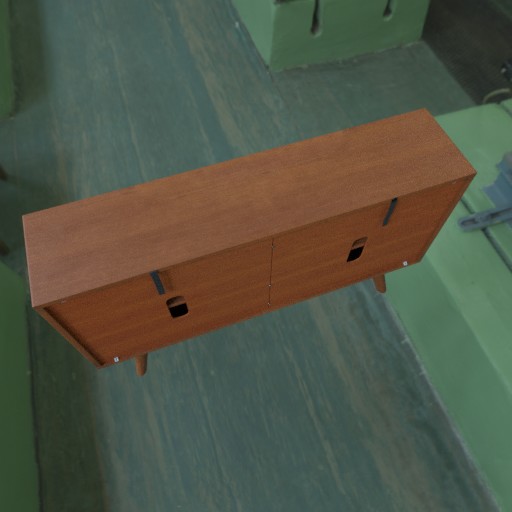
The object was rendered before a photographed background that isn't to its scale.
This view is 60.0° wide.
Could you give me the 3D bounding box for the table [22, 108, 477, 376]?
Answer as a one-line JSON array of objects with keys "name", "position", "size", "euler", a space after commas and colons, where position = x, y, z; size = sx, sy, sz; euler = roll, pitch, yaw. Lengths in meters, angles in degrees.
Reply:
[{"name": "table", "position": [0.000, 0.000, 1.512], "size": [1.220, 0.698, 0.308], "euler": [-17, 61, -10]}]
